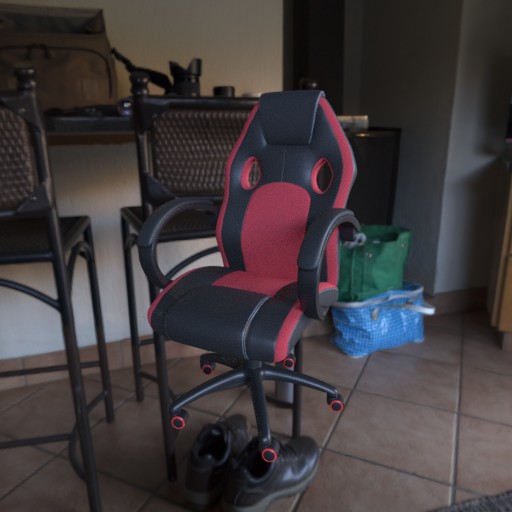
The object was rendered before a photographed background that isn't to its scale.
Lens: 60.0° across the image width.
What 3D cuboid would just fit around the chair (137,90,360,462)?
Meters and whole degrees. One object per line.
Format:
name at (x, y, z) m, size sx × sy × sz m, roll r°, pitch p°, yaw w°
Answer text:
chair at (0.000, 0.000, 1.617) m, size 0.673 × 1.187 × 0.724 m, roll 8°, pitch 17°, yaw 26°
